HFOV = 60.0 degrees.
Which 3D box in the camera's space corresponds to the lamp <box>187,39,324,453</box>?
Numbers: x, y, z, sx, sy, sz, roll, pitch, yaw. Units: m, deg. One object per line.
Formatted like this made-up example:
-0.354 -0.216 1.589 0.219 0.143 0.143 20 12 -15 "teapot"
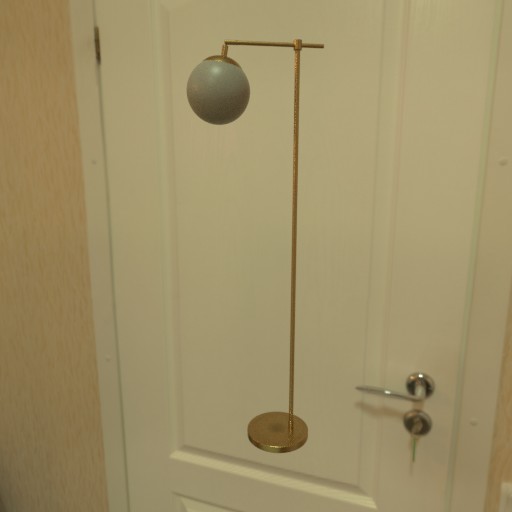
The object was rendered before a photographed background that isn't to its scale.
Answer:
0.000 0.000 1.656 0.476 1.505 0.249 -2 12 -9 "lamp"
